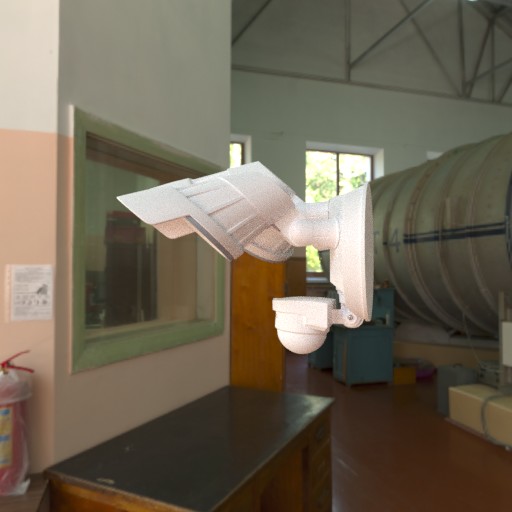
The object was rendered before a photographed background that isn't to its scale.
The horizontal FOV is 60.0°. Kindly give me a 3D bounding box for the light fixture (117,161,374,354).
[{"bbox_3d":[0.000,0.000,0.558,0.278,0.237,0.369,0,-2,18],"label":"light fixture"}]
